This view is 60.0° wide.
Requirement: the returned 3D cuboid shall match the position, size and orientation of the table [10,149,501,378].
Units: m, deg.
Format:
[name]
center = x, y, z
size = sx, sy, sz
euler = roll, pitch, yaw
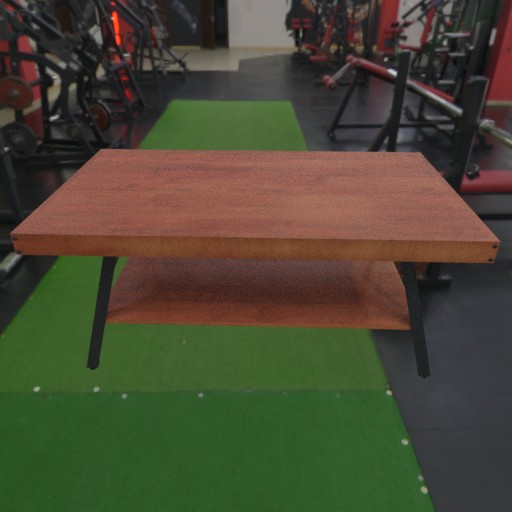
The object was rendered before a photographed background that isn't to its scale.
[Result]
[table]
center = 0.000, 0.000, 1.340
size = 1.067, 0.457, 0.610
euler = 1, 31, 2
